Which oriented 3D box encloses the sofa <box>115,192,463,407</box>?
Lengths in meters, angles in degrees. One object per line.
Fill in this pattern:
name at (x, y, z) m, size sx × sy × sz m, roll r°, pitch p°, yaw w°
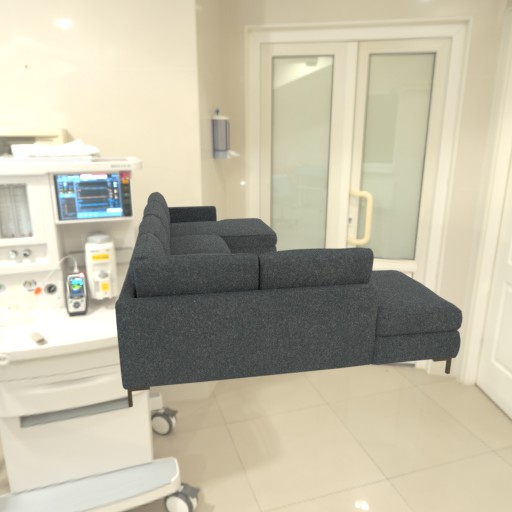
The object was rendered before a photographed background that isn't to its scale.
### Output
sofa at (0.000, 0.000, 3.843) m, size 2.007 × 0.813 × 2.956 m, roll -3°, pitch 16°, yaw -10°
